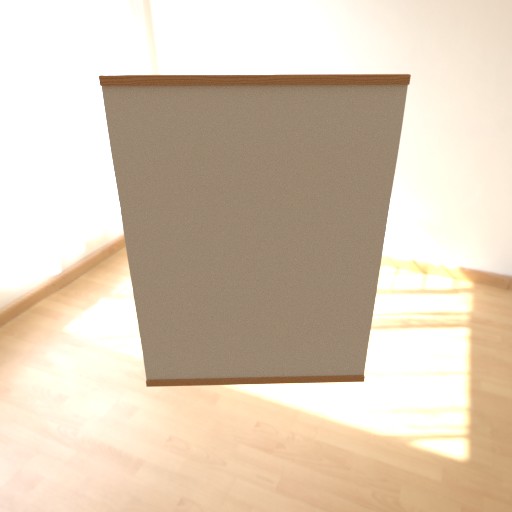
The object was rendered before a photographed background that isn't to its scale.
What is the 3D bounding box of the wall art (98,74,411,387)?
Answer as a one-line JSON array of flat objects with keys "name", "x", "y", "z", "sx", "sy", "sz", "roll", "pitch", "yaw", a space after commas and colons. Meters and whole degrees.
[{"name": "wall art", "x": 0.000, "y": 0.000, "z": 0.797, "sx": 0.458, "sy": 0.605, "sz": 0.011, "roll": -1, "pitch": 28, "yaw": -2}]
